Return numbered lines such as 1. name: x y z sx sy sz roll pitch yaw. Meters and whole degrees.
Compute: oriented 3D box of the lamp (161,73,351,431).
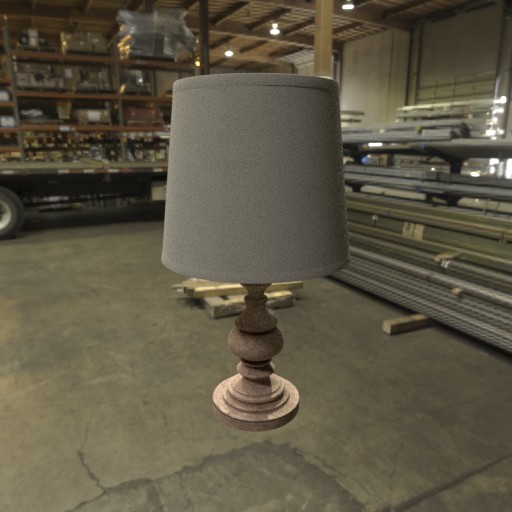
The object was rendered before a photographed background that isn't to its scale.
1. lamp: 0.000 0.000 0.653 0.273 0.497 0.273 0 15 0
